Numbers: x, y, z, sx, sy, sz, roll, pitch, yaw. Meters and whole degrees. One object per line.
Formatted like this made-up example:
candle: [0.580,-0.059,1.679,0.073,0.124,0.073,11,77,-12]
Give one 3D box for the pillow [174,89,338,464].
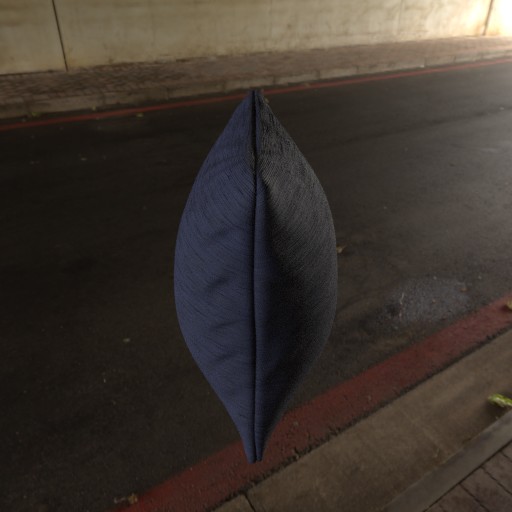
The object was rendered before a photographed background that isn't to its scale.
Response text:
pillow: [0.000,0.000,0.682,0.246,0.414,0.432,0,31,0]
